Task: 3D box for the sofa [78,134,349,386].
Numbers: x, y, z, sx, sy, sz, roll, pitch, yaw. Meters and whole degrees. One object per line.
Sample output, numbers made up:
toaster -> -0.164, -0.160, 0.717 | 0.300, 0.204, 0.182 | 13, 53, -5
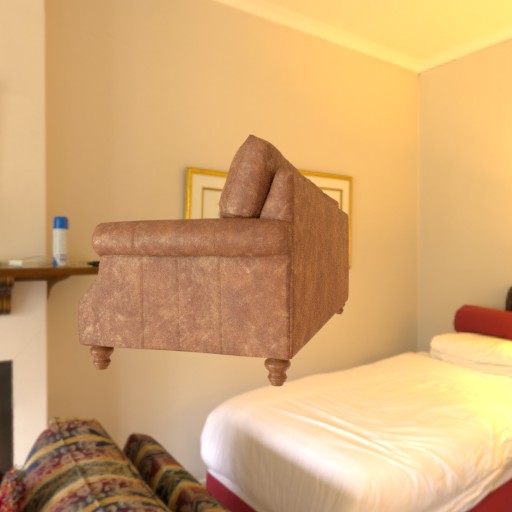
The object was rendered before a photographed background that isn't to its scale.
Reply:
sofa -> 0.000, 0.000, 2.823 | 0.973, 0.977, 2.351 | 0, 1, 17
